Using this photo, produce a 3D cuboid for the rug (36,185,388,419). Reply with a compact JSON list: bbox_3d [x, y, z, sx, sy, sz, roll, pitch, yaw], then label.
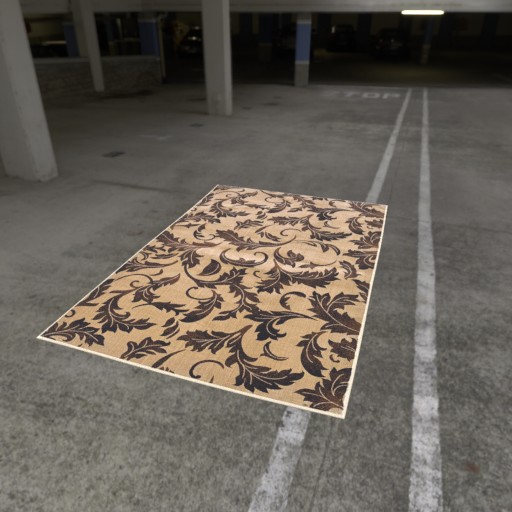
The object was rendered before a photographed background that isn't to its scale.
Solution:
[{"bbox_3d":[0.000,0.000,2.899,1.522,0.008,2.284,9,31,16],"label":"rug"}]
